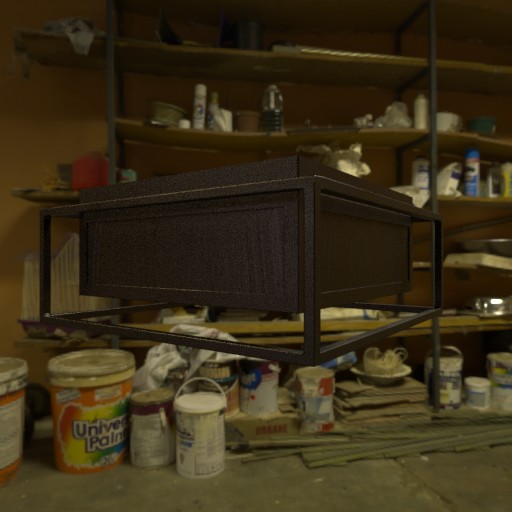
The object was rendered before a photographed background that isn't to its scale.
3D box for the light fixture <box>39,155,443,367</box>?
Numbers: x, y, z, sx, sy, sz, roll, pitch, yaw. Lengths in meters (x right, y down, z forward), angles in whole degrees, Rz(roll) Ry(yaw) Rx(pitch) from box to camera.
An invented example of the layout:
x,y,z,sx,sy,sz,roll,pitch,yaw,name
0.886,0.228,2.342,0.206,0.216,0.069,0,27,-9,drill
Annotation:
x,y,z,sx,sy,sz,roll,pitch,yaw,name
0.000,0.000,0.680,0.441,0.191,0.441,0,0,36,light fixture
